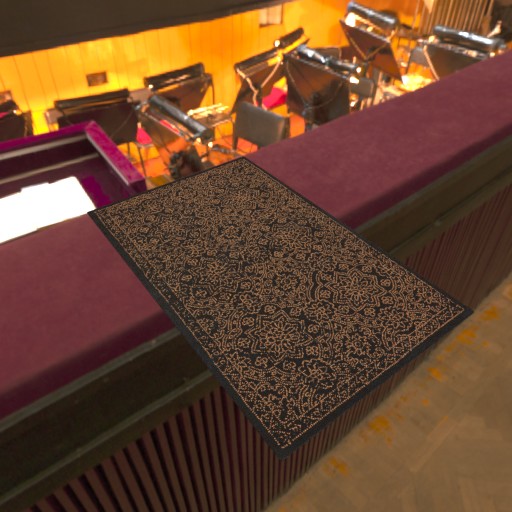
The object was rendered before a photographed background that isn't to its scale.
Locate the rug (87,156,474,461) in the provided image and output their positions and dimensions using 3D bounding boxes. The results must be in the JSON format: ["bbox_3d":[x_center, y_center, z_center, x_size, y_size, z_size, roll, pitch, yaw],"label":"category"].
[{"bbox_3d":[0.000,0.000,3.111,1.526,0.015,2.441,-26,47,-27],"label":"rug"}]
